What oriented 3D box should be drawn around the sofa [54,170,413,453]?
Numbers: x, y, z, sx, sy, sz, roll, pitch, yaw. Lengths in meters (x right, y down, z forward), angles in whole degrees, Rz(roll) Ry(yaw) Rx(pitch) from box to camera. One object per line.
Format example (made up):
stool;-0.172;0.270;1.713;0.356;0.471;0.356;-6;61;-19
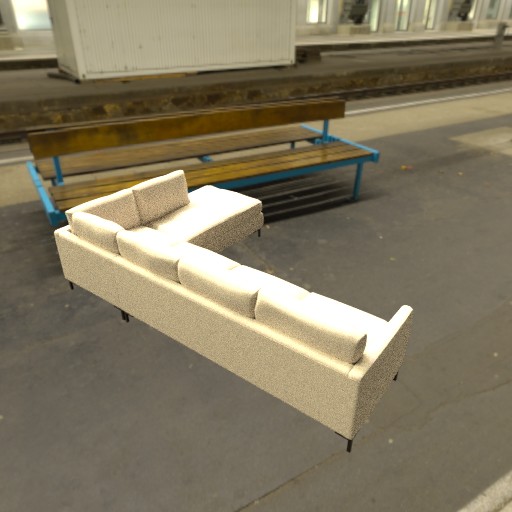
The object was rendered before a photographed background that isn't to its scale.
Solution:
sofa;0.000;0.000;3.861;2.949;0.815;2.007;21;36;32
